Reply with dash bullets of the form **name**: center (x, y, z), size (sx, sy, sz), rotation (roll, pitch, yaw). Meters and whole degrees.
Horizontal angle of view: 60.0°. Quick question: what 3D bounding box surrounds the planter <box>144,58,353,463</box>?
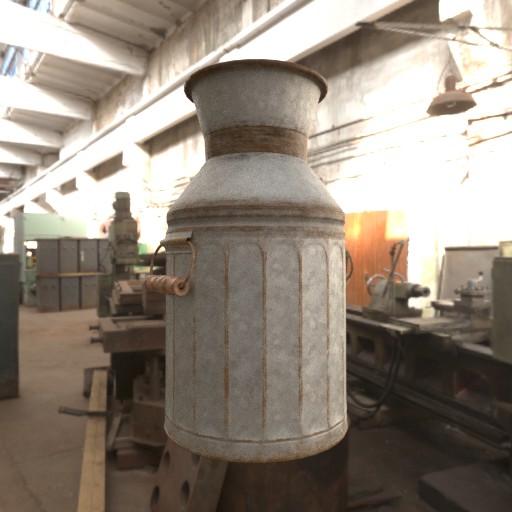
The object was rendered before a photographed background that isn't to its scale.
- **planter**: center (0.000, 0.000, 0.527), size (0.245, 0.396, 0.214), rotation (0, 0, -34)
